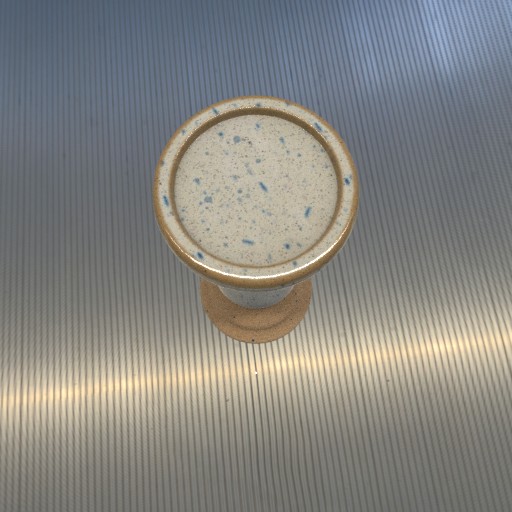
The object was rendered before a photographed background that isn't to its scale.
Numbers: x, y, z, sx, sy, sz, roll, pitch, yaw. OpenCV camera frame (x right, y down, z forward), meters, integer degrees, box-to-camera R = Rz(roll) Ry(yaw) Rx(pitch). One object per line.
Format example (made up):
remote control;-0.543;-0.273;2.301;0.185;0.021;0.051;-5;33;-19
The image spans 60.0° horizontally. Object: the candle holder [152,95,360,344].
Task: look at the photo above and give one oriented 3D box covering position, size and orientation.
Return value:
candle holder;0.000;0.000;0.256;0.088;0.203;0.088;0;75;0
